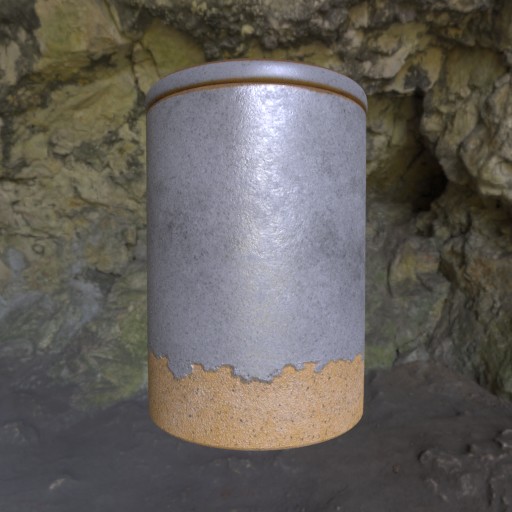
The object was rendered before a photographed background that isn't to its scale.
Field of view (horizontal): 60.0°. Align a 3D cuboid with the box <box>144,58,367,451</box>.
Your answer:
[{"bbox_3d":[0.000,0.000,0.242,0.118,0.168,0.118,0,0,0],"label":"box"}]
